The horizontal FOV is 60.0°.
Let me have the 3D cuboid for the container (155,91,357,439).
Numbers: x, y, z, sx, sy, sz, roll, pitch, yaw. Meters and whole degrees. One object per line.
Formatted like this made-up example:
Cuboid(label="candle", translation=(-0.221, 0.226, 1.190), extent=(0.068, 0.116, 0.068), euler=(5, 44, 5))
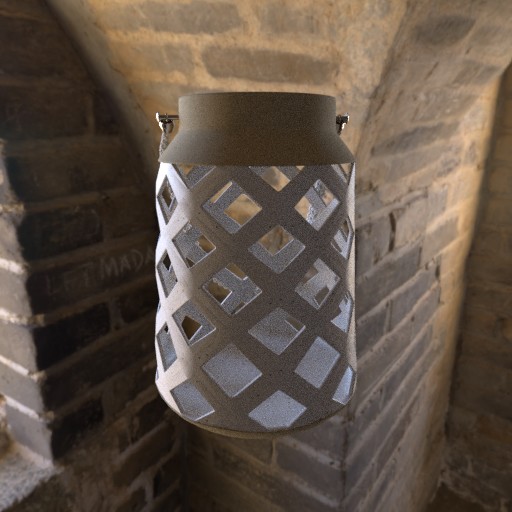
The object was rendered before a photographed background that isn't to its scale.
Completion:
Cuboid(label="container", translation=(0.000, 0.000, 0.395), extent=(0.188, 0.264, 0.198), euler=(-3, 15, -10))
